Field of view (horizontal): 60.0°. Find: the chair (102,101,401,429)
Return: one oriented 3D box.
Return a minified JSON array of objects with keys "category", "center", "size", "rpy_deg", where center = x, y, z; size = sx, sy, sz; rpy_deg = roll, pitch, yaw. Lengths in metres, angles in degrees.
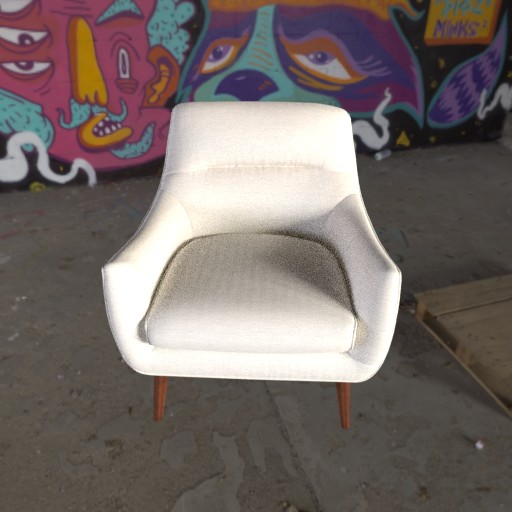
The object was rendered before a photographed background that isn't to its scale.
[{"category":"chair","center":[0.000,0.000,1.456],"size":[0.762,0.838,0.787],"rpy_deg":[1,31,2]}]
